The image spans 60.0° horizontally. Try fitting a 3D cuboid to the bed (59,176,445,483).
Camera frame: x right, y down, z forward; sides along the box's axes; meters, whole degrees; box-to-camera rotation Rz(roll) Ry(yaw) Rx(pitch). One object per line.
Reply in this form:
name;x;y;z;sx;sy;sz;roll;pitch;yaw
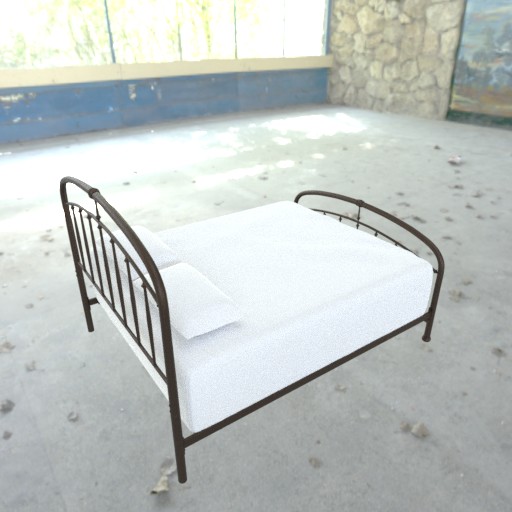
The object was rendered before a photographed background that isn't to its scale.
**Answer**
bed;0.000;0.000;3.227;2.180;1.425;1.711;-18;32;-31
